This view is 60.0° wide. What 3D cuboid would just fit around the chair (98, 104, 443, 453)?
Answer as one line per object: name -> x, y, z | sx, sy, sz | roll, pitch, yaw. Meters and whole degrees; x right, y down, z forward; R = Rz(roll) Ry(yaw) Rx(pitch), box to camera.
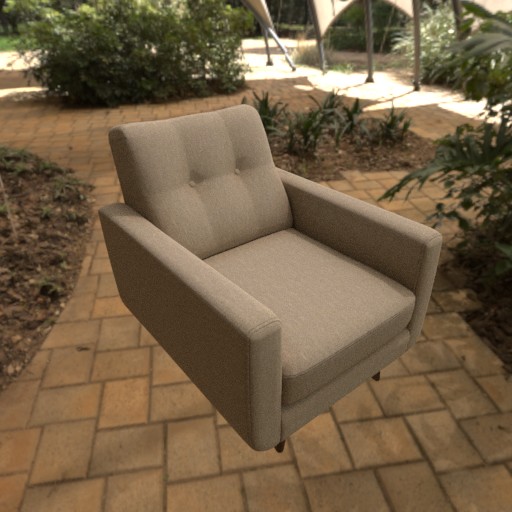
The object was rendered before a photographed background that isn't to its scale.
chair -> 0.000, 0.000, 1.785 | 0.897, 0.965, 1.128 | -22, 37, -32
